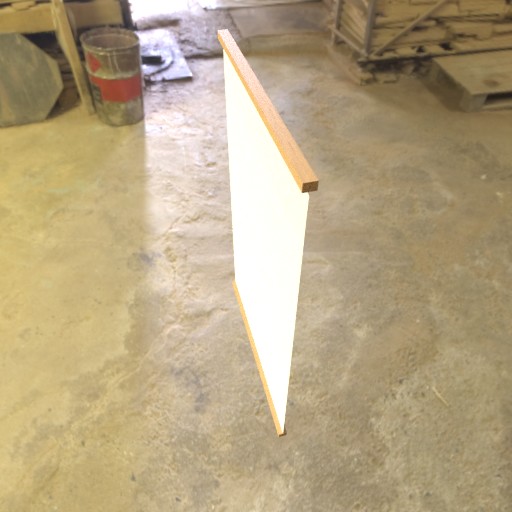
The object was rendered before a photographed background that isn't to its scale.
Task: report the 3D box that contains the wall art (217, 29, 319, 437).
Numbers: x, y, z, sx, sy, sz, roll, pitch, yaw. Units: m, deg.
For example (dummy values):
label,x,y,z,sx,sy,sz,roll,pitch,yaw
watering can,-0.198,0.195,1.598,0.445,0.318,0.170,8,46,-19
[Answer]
label,x,y,z,sx,sy,sz,roll,pitch,yaw
wall art,0.000,0.000,1.917,0.040,1.510,0.991,-11,47,-10
